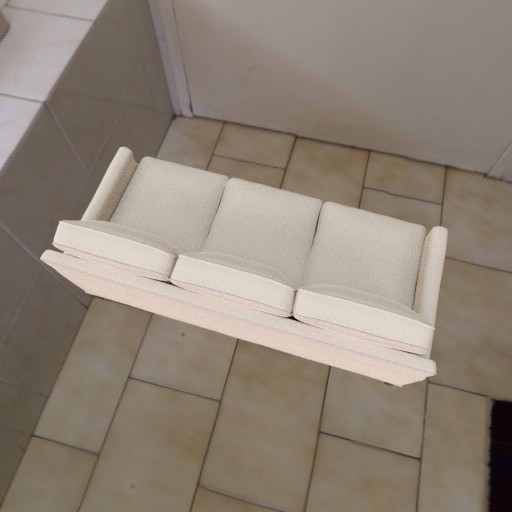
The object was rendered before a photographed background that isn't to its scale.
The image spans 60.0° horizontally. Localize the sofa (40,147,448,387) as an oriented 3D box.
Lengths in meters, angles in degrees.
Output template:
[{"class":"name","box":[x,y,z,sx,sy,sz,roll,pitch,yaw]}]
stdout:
[{"class":"sofa","box":[0.000,0.000,2.827,2.246,1.003,1.084,15,65,7]}]
